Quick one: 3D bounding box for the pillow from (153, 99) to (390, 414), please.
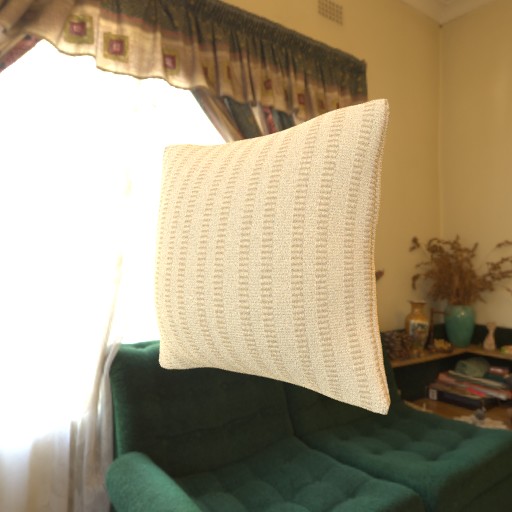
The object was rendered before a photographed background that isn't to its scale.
[{"bbox_3d":[0.000,0.000,0.711,0.438,0.419,0.247,0,0,36],"label":"pillow"}]
